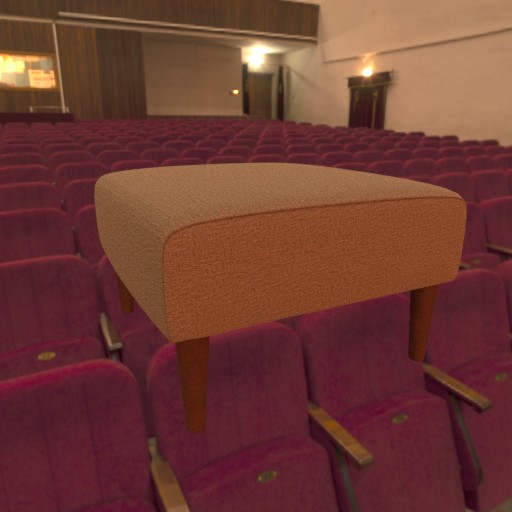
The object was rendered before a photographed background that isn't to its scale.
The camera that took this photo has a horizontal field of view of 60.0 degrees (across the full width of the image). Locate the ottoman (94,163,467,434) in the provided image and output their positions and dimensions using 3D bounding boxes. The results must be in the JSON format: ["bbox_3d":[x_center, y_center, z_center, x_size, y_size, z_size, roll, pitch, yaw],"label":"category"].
[{"bbox_3d":[0.000,0.000,1.051,0.649,0.398,0.650,-8,19,-26],"label":"ottoman"}]
